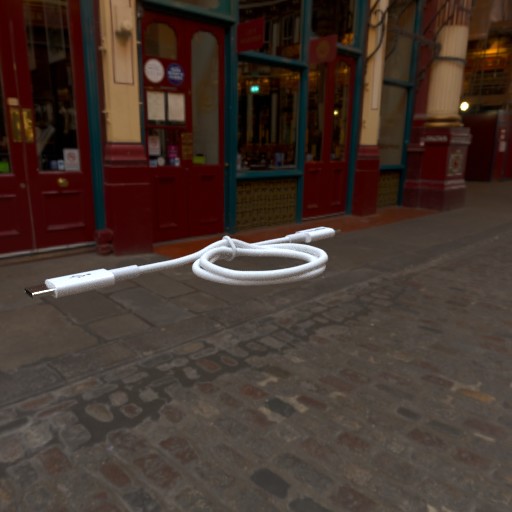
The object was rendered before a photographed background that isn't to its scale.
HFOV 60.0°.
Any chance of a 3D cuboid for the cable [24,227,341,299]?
[{"bbox_3d":[0.000,0.000,0.228,0.203,0.014,0.070,-13,19,-42],"label":"cable"}]
